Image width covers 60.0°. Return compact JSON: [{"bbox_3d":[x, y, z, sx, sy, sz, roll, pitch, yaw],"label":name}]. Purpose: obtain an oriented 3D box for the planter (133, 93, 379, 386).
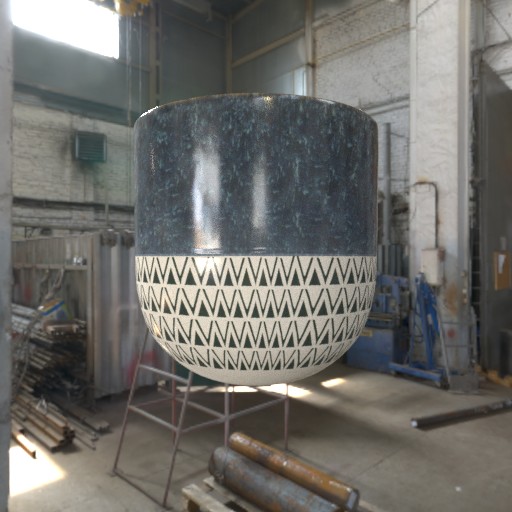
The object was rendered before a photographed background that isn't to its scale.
[{"bbox_3d":[0.000,0.000,0.498,0.266,0.270,0.266,0,0,0],"label":"planter"}]
